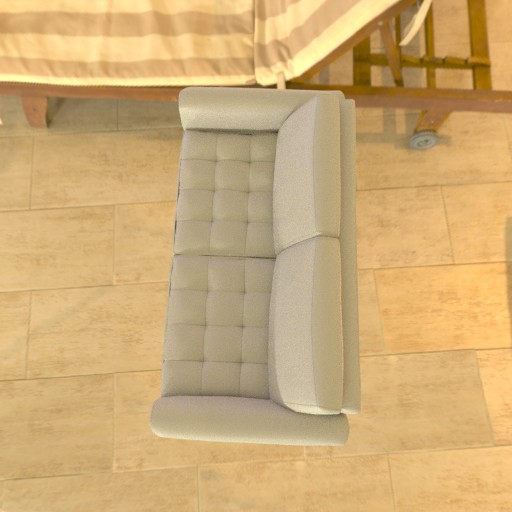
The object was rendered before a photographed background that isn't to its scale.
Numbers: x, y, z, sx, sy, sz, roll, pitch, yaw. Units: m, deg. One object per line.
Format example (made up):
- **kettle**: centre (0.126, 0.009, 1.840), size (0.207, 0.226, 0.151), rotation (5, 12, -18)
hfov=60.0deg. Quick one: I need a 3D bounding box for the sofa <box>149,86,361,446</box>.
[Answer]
- **sofa**: centre (0.000, 0.000, 2.748), size (1.121, 0.930, 2.177), rotation (2, 76, 1)
